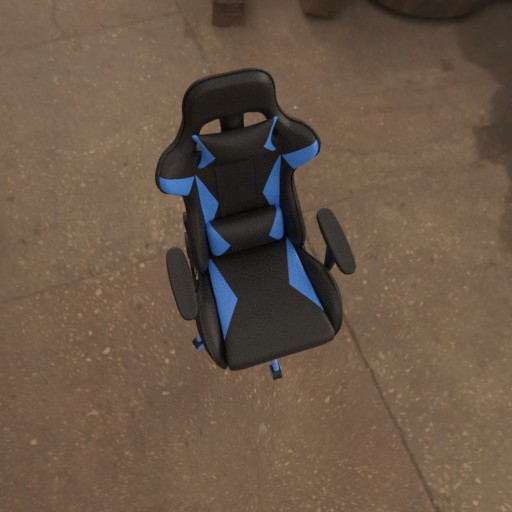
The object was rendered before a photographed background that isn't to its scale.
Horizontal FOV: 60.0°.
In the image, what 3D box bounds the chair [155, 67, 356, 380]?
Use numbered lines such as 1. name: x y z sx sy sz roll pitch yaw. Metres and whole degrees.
1. chair: 0.000 0.000 1.714 0.695 1.282 0.730 -15 64 -8
